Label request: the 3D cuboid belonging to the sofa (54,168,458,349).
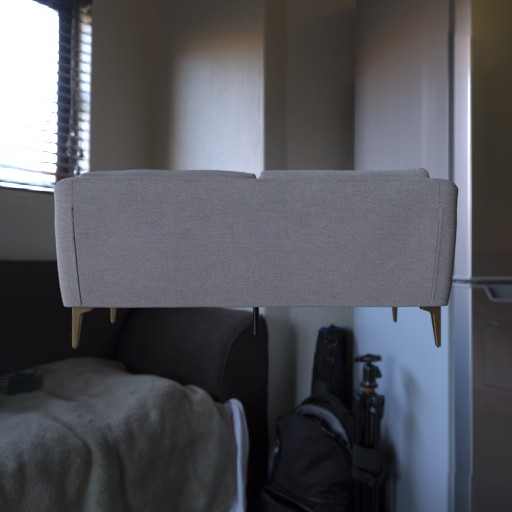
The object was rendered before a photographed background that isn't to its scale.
[{"bbox_3d":[0.000,0.000,2.566,2.036,0.913,0.980,0,0,-1],"label":"sofa"}]
